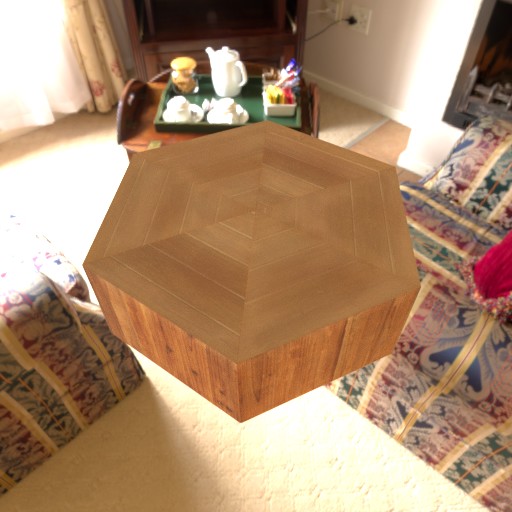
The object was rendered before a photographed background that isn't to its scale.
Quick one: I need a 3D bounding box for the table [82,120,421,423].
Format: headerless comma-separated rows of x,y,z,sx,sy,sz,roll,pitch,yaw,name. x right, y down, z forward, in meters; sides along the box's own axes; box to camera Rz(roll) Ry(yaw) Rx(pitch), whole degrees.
0.000,0.000,1.662,1.000,0.456,1.154,3,48,3,table
